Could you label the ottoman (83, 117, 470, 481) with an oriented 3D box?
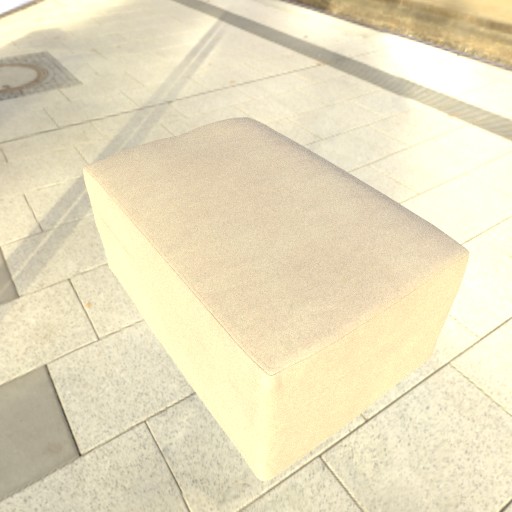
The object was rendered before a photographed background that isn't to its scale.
[{"bbox_3d":[0.000,0.000,1.191,0.590,0.444,0.872,-26,48,-26],"label":"ottoman"}]
